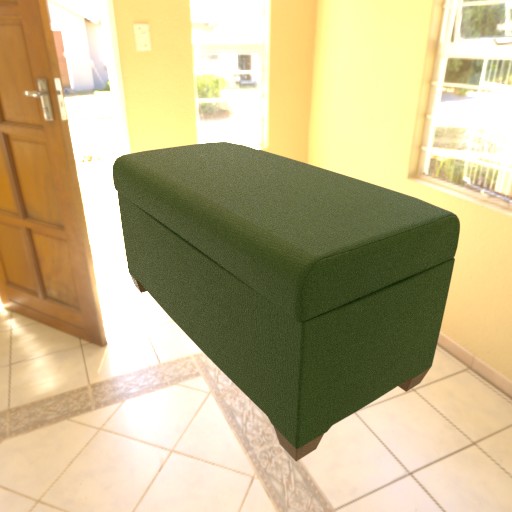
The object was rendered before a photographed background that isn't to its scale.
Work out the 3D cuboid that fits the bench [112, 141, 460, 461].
[{"bbox_3d":[0.000,0.000,1.307,0.505,0.501,0.989,-17,30,-31],"label":"bench"}]
